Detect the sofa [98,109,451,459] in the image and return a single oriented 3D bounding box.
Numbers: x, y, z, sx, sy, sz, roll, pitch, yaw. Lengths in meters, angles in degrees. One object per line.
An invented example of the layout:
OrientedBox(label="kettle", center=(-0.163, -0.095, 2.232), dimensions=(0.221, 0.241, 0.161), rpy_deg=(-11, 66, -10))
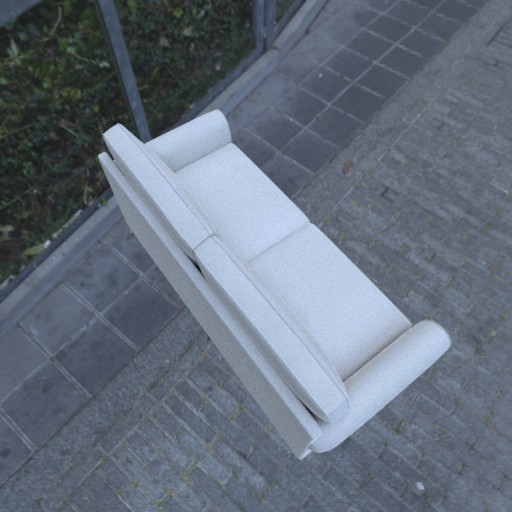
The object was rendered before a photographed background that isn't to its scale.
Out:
OrientedBox(label="sofa", center=(0.000, 0.000, 2.634), dimensions=(0.901, 0.962, 2.146), rpy_deg=(-33, 64, -18))
